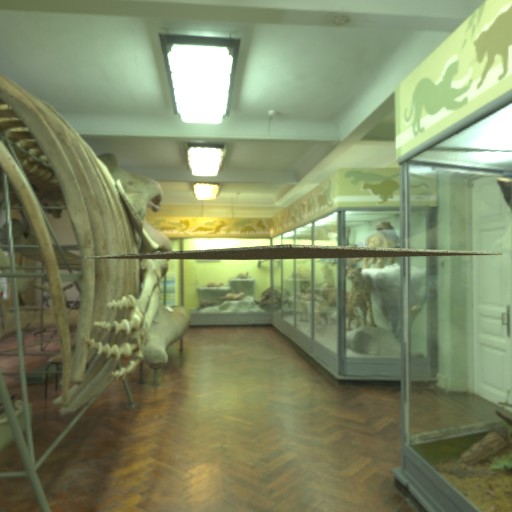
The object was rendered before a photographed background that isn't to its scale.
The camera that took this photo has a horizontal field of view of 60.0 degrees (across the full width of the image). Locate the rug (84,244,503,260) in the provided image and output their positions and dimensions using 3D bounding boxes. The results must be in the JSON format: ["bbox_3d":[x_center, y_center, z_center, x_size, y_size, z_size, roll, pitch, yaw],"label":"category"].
[{"bbox_3d":[0.000,0.000,4.585,2.393,0.019,3.824,1,-2,-36],"label":"rug"}]
